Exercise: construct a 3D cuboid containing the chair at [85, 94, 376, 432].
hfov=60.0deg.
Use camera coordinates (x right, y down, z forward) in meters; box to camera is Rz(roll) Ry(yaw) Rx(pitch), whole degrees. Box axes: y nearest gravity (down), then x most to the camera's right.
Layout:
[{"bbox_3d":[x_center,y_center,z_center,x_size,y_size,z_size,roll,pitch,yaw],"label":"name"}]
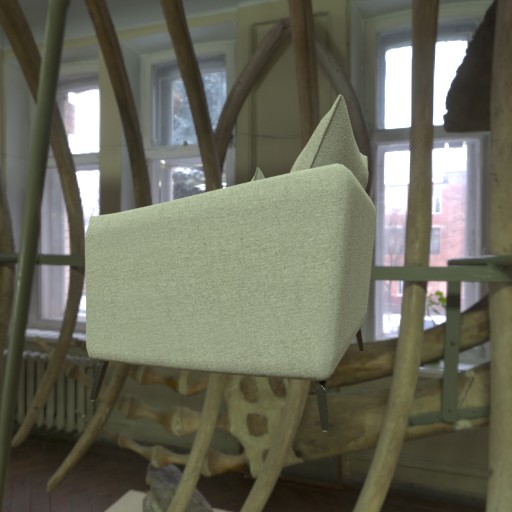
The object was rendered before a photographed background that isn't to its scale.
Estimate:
[{"bbox_3d":[0.000,0.000,1.630,0.801,0.856,1.029,0,1,19],"label":"chair"}]
